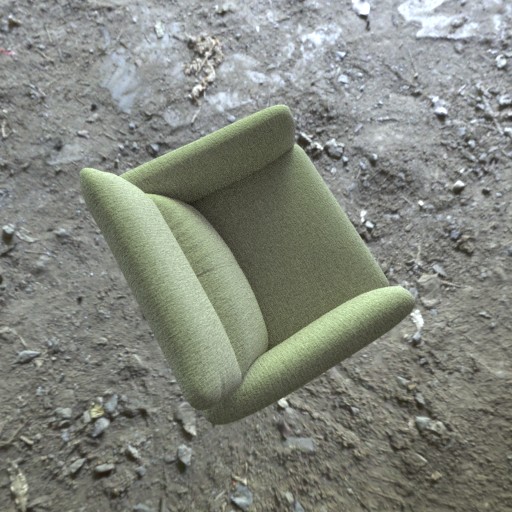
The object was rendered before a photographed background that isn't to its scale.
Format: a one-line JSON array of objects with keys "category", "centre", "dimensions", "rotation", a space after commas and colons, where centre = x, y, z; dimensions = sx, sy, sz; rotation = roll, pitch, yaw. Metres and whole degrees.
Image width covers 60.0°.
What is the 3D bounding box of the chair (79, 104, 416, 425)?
[{"category": "chair", "centre": [0.000, 0.000, 1.664], "dimensions": [0.835, 0.967, 0.972], "rotation": [-29, 78, -7]}]
